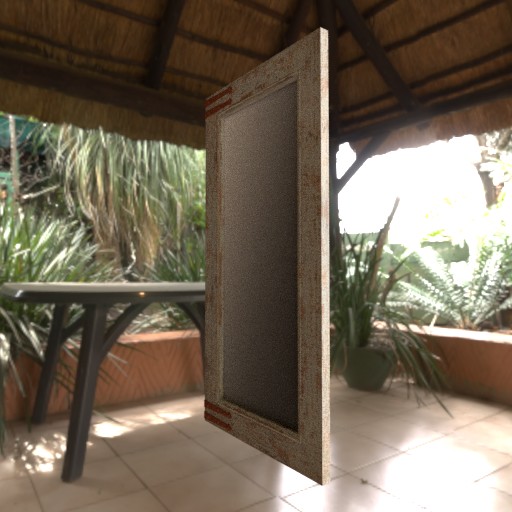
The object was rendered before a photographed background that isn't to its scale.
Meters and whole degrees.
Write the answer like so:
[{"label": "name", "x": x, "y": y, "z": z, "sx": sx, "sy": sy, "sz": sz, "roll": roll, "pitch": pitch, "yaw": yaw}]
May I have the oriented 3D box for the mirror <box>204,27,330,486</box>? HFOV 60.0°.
[{"label": "mirror", "x": 0.000, "y": 0.000, "z": 1.086, "sx": 0.027, "sy": 0.922, "sz": 0.472, "roll": 1, "pitch": -2, "yaw": -36}]
